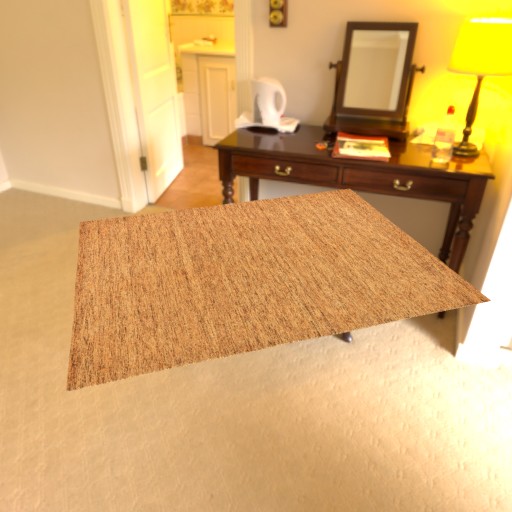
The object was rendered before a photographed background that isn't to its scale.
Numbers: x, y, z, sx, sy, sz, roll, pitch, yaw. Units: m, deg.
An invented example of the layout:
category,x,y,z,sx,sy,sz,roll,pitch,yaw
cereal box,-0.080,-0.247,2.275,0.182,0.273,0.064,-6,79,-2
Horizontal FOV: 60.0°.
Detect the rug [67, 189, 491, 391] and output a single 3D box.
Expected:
category,x,y,z,sx,sy,sz,roll,pitch,yaw
rug,0.000,0.000,4.148,3.200,0.012,2.438,-9,32,-14
